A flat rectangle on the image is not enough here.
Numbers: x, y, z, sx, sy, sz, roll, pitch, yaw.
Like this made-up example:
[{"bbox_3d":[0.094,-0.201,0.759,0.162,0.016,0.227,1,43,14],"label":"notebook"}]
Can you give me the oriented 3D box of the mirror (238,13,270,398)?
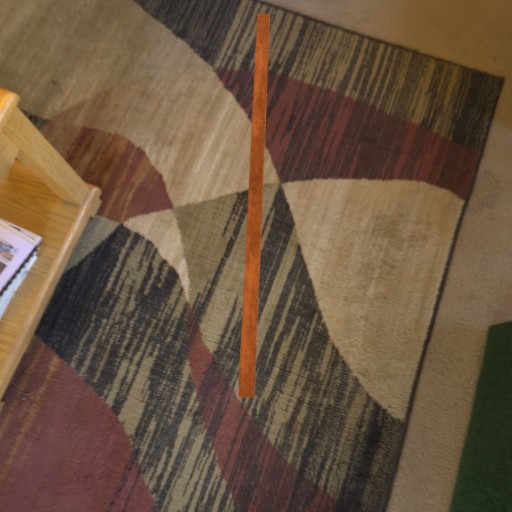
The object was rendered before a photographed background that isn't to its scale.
[{"bbox_3d":[0.000,0.000,1.387,0.028,1.099,0.796,2,75,1],"label":"mirror"}]
